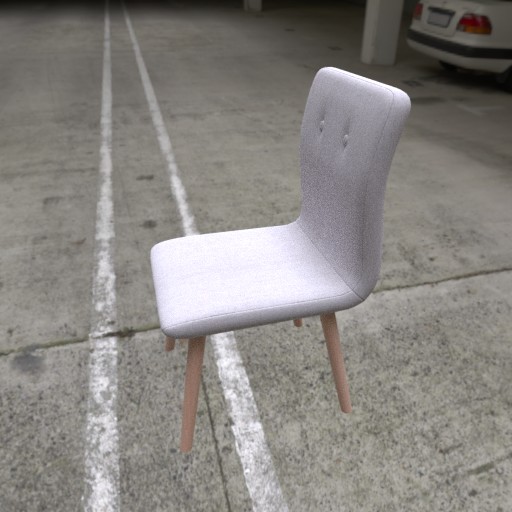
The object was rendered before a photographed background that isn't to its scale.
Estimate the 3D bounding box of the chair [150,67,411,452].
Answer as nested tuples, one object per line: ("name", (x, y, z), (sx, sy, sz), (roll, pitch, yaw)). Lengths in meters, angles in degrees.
("chair", (0.000, 0.000, 1.191), (0.550, 0.885, 0.435), (-8, 32, -13))
